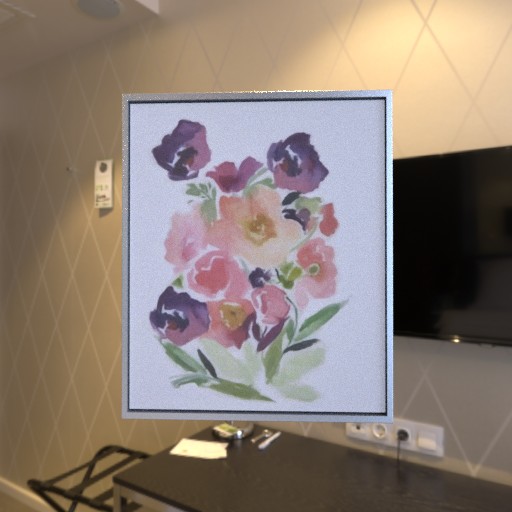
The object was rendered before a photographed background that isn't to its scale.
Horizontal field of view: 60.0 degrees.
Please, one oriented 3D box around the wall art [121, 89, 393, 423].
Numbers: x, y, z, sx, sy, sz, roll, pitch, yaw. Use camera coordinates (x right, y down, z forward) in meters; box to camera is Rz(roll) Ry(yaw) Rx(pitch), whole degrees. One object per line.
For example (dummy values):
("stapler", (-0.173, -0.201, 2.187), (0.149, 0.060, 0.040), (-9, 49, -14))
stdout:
("wall art", (0.000, 0.000, 0.757), (0.452, 0.549, 0.038), (0, -1, 2))
